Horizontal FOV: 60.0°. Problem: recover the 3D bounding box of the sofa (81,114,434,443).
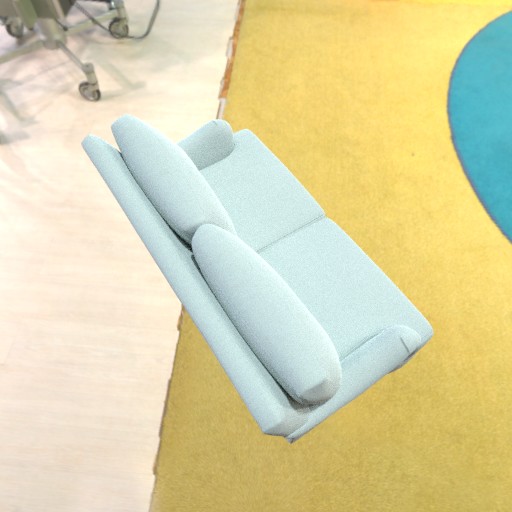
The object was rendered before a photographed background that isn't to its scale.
[{"bbox_3d":[0.000,0.000,2.515,1.084,1.101,1.853,-30,63,-17],"label":"sofa"}]
